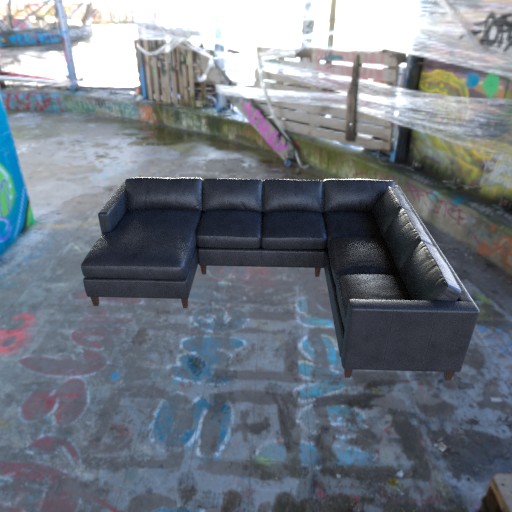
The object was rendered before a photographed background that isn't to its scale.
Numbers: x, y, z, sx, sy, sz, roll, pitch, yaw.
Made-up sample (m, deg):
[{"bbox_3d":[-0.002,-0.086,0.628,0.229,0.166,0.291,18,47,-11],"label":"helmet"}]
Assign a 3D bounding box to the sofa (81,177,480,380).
[{"bbox_3d":[0.000,0.000,4.434,3.324,0.891,2.452,1,31,2],"label":"sofa"}]
